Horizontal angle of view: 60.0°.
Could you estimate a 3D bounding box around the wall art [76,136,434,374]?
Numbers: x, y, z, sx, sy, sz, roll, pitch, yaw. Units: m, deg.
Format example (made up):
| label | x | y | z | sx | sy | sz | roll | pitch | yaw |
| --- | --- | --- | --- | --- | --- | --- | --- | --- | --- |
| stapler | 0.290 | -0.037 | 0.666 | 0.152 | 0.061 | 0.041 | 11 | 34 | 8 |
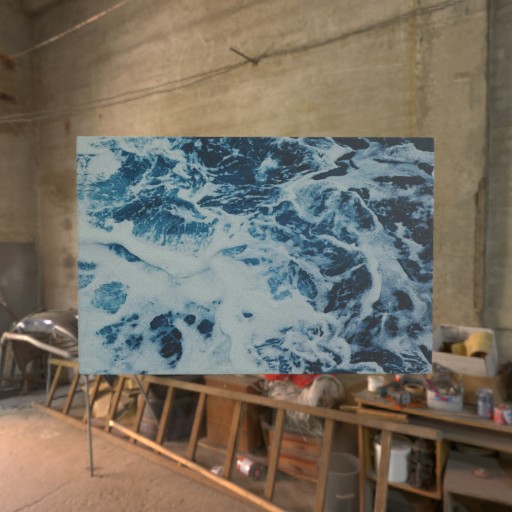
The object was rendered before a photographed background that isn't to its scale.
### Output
| label | x | y | z | sx | sy | sz | roll | pitch | yaw |
| --- | --- | --- | --- | --- | --- | --- | --- | --- | --- |
| wall art | 0.000 | 0.000 | 0.779 | 0.609 | 0.407 | 0.043 | 0 | 1 | -1 |
